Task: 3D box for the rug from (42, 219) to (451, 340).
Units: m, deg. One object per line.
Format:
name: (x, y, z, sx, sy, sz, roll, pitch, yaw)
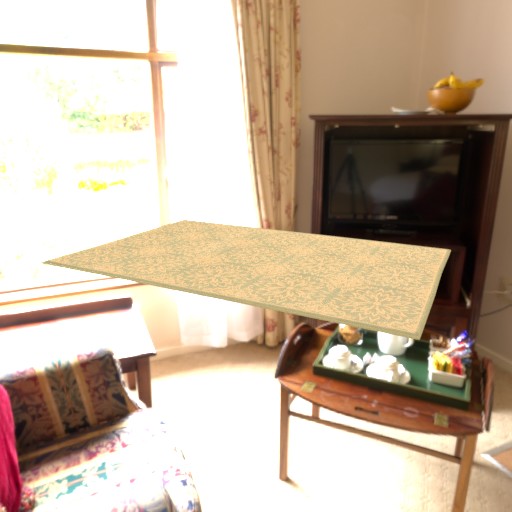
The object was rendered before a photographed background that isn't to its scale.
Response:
rug: (0.000, 0.000, 3.549, 2.746, 0.018, 1.819, 8, 18, 26)
